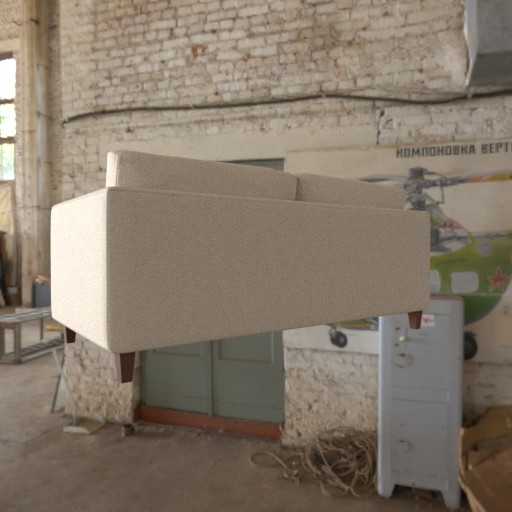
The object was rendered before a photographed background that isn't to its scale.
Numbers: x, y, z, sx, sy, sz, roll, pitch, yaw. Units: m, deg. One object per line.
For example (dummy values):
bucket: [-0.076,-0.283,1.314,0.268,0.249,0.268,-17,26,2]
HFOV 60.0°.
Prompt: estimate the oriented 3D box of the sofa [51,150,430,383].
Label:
sofa: [0.000,0.000,2.496,1.981,0.889,0.965,-1,1,-36]
